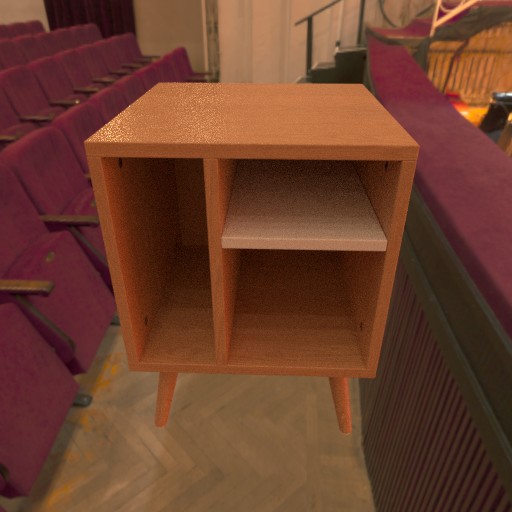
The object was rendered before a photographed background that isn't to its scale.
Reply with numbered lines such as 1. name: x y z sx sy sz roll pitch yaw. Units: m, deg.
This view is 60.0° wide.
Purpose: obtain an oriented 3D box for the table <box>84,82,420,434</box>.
1. table: 0.000 0.000 0.838 0.400 0.550 0.400 1 31 2
